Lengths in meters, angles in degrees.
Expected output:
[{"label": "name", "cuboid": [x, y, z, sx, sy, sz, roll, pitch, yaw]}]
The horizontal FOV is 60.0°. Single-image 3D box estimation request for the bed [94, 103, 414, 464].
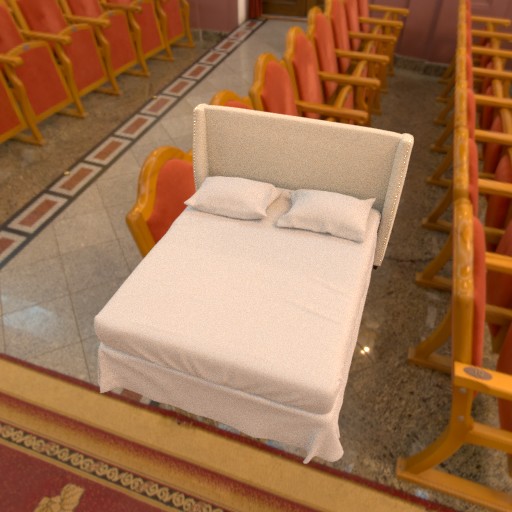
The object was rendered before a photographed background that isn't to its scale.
[{"label": "bed", "cuboid": [0.000, 0.000, 3.438, 1.925, 1.332, 2.276, 13, 43, 15]}]
